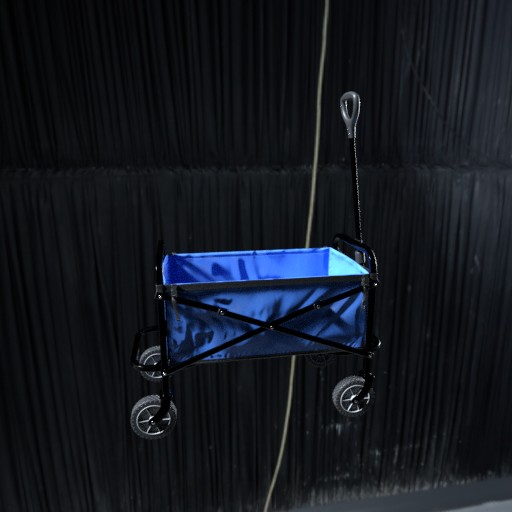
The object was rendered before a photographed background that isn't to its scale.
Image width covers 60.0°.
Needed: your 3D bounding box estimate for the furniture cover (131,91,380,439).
[{"bbox_3d":[0.000,0.000,1.835,1.038,1.295,0.532,-3,15,-10],"label":"furniture cover"}]
